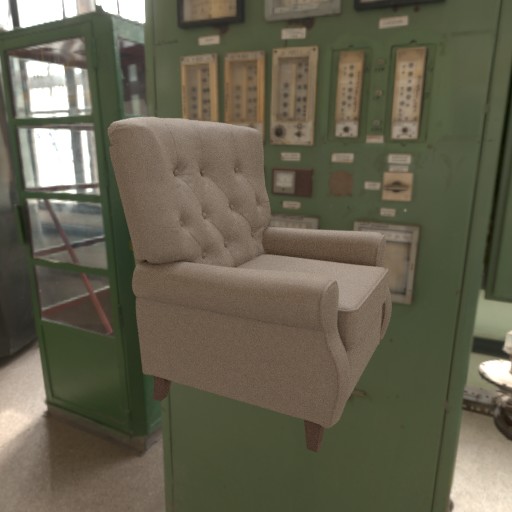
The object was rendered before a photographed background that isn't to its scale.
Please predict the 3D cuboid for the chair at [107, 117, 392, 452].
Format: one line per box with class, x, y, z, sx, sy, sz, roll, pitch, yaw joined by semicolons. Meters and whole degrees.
chair;0.000;0.000;1.889;1.041;1.138;0.999;7;16;26
